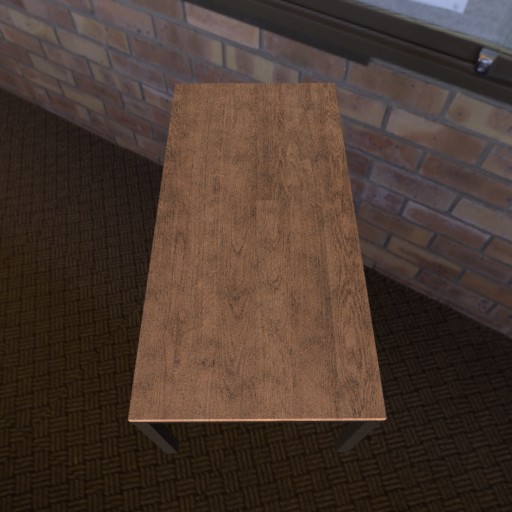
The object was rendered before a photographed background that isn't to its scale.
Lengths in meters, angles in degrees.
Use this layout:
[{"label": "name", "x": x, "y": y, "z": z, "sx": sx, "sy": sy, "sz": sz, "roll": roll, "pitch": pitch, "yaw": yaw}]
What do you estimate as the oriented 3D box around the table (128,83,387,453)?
[{"label": "table", "x": 0.000, "y": 0.000, "z": 2.332, "sx": 0.893, "sy": 0.767, "sz": 1.805, "roll": 0, "pitch": 58, "yaw": 0}]
